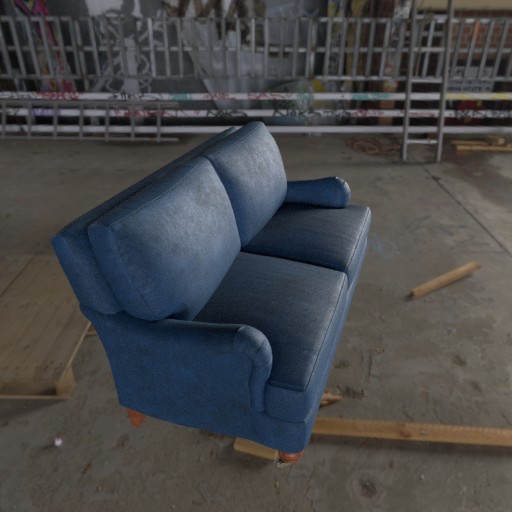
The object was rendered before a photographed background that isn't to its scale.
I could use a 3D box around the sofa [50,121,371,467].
[{"bbox_3d":[0.000,0.000,2.493,1.084,1.101,1.853,10,32,17],"label":"sofa"}]
